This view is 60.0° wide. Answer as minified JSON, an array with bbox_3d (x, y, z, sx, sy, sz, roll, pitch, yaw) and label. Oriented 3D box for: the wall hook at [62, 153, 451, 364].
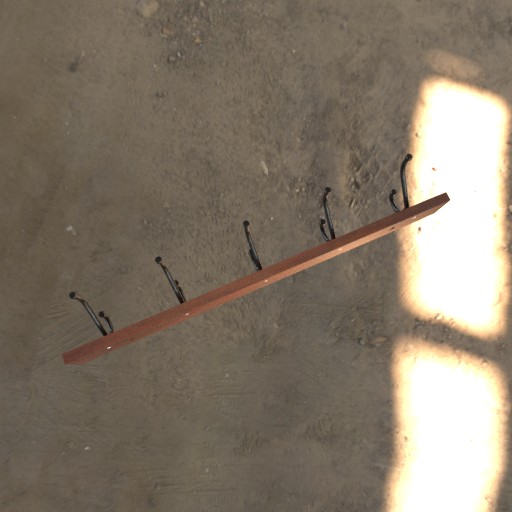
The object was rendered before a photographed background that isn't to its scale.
[{"bbox_3d":[0.000,0.000,0.611,0.571,0.117,0.071,-23,78,-5],"label":"wall hook"}]
